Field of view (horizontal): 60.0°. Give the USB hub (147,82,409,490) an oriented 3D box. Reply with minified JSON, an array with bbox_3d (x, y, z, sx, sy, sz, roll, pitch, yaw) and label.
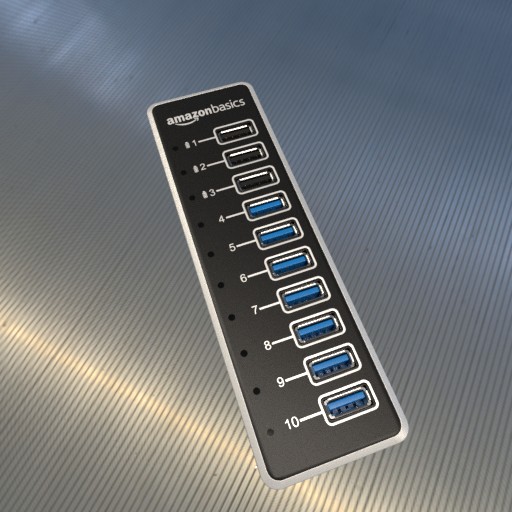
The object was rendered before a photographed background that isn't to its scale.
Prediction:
[{"bbox_3d":[0.000,0.000,0.160,0.044,0.023,0.145,-17,66,-8],"label":"USB hub"}]
